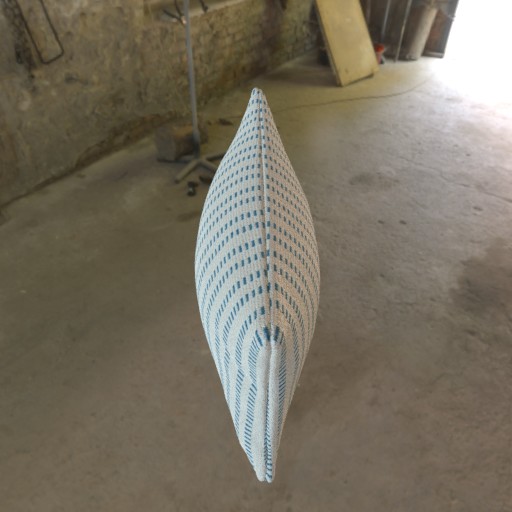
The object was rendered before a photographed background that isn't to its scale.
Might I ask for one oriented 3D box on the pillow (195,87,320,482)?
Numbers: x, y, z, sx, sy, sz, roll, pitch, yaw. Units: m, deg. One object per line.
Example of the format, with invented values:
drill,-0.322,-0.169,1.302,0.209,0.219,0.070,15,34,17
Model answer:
pillow,0.000,0.000,0.784,0.210,0.353,0.640,-1,42,-1
